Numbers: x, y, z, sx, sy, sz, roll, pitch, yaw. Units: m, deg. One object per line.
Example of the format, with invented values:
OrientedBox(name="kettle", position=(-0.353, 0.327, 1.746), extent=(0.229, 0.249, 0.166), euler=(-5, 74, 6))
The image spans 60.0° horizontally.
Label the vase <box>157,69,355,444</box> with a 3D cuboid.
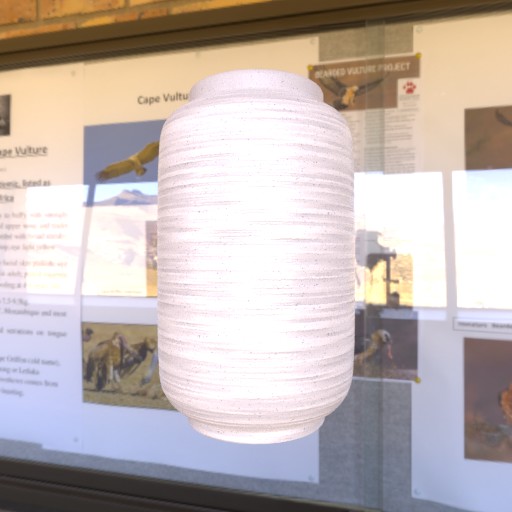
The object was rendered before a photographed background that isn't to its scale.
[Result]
OrientedBox(name="vase", position=(0.000, 0.000, 0.463), extent=(0.202, 0.335, 0.202), euler=(0, 0, 0))
